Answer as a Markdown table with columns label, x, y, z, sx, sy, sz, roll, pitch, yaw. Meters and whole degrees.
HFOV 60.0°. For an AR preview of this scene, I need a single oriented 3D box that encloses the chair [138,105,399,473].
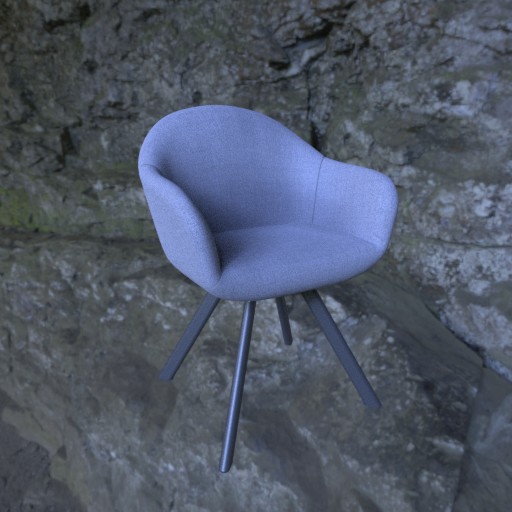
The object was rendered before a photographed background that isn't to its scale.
| label | x | y | z | sx | sy | sz | roll | pitch | yaw |
| --- | --- | --- | --- | --- | --- | --- | --- | --- | --- |
| chair | 0.000 | 0.000 | 1.213 | 0.590 | 0.795 | 0.550 | -10 | 19 | -29 |
